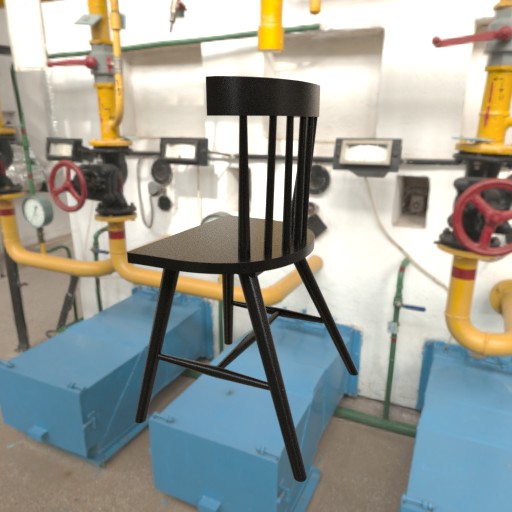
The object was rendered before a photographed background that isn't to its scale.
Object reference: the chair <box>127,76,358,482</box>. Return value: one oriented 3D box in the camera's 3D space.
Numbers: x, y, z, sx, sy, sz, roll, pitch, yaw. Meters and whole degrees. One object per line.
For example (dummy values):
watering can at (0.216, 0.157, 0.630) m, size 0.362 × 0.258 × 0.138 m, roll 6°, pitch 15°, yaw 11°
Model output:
chair at (0.000, 0.000, 1.168) m, size 0.483 × 0.844 × 0.506 m, roll 8°, pitch 19°, yaw 25°
